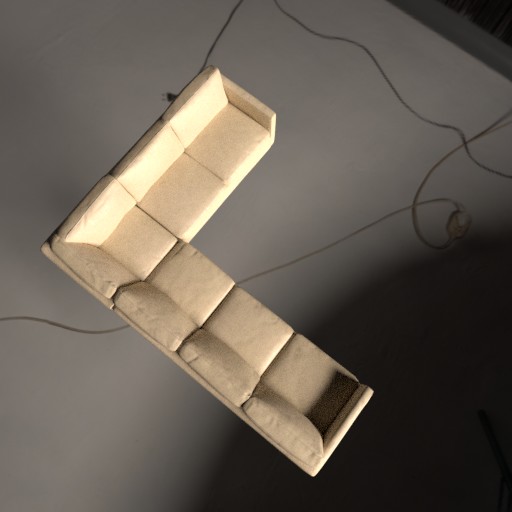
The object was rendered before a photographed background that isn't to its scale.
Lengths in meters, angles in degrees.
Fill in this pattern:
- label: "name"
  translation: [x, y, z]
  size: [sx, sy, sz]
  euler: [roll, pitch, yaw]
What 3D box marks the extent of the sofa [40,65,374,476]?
- label: "sofa"
  translation: [0.000, 0.000, 4.452]
  size: [3.302, 0.947, 2.593]
  euler: [37, 80, 8]
